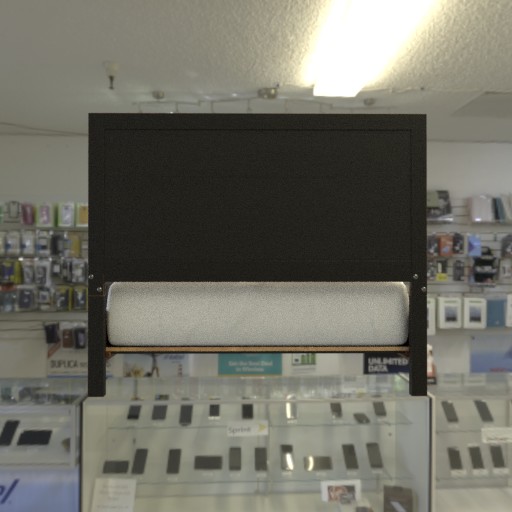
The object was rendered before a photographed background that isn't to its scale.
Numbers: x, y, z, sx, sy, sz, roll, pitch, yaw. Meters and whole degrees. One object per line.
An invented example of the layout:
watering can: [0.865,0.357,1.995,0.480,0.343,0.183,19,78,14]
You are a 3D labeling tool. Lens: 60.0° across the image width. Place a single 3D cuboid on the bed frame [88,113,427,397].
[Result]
bed frame: [0.000,0.000,3.350,1.696,1.417,2.276,0,0,-1]
